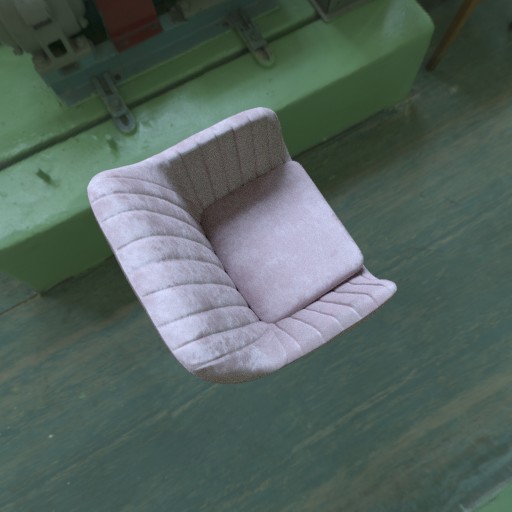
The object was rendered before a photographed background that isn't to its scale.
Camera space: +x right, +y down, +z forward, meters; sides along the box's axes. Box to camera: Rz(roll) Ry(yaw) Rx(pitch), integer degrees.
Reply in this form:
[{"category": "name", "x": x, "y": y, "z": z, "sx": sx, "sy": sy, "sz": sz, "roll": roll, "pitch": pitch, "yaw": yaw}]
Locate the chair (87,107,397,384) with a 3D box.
[{"category": "chair", "x": 0.000, "y": 0.000, "z": 1.252, "sx": 0.570, "sy": 0.832, "sz": 0.610, "roll": -31, "pitch": 77, "yaw": -8}]
